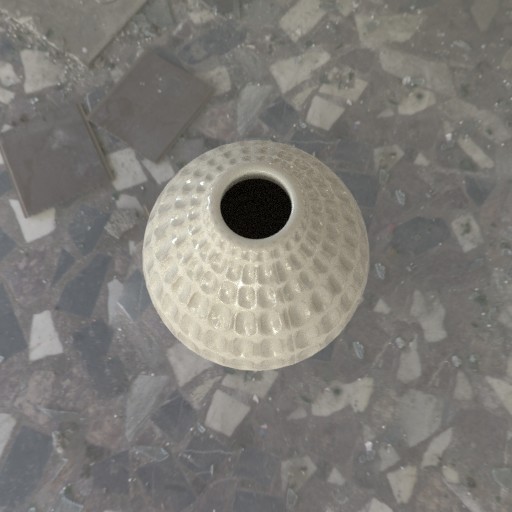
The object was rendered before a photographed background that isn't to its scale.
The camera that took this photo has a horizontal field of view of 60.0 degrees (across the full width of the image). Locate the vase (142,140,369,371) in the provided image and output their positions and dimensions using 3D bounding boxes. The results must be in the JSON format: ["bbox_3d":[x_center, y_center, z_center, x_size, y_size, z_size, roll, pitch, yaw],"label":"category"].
[{"bbox_3d":[0.000,0.000,0.255,0.128,0.167,0.128,0,76,0],"label":"vase"}]
